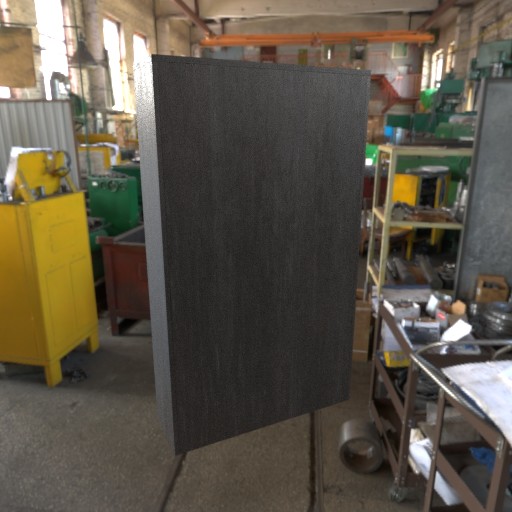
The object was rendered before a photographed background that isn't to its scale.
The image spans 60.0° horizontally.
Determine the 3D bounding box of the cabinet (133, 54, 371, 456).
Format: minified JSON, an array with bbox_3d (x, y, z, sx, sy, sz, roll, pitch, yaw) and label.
[{"bbox_3d":[0.000,0.000,1.626,0.750,1.280,0.250,-8,18,-25],"label":"cabinet"}]
